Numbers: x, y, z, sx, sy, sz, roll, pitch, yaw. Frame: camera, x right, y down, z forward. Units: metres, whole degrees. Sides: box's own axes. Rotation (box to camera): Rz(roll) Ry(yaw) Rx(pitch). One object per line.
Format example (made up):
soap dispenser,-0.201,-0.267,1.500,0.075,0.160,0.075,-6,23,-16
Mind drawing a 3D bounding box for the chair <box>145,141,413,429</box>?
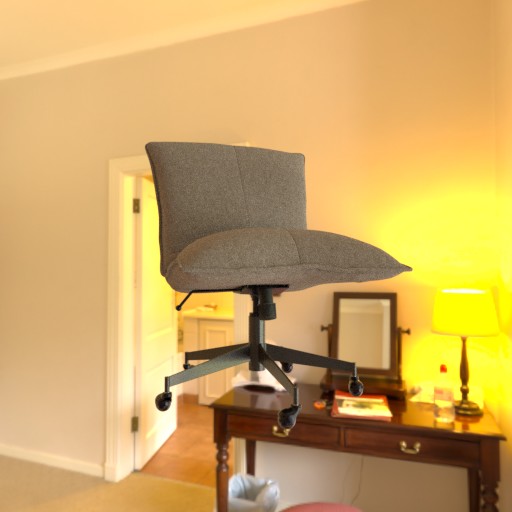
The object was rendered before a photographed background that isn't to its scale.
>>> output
chair,0.000,0.000,1.291,0.597,0.811,0.696,0,-2,-17
